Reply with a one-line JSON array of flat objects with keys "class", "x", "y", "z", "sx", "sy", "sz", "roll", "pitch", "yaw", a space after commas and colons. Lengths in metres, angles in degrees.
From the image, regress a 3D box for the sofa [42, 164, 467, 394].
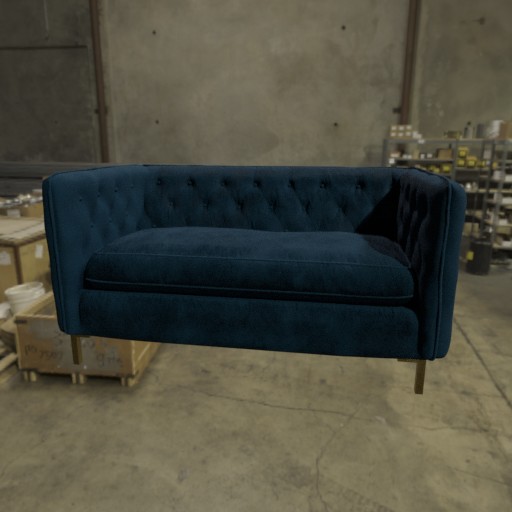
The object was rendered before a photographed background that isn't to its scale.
[{"class": "sofa", "x": 0.000, "y": 0.000, "z": 2.070, "sx": 1.583, "sy": 0.810, "sz": 0.909, "roll": 2, "pitch": 15, "yaw": 9}]
